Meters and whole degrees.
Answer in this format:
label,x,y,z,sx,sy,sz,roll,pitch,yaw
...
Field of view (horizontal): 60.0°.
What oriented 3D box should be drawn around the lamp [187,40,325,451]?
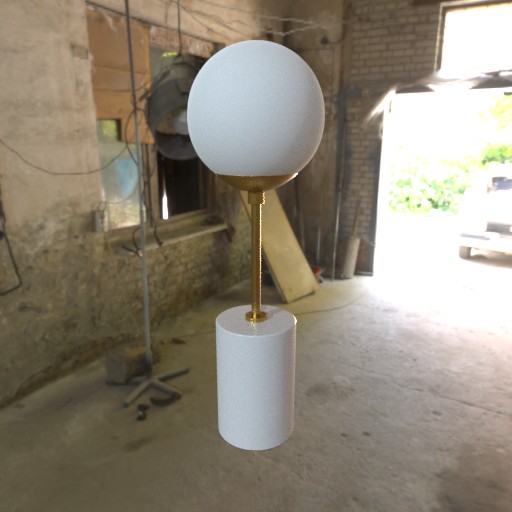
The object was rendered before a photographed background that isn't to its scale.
label,x,y,z,sx,sy,sz,roll,pitch,yaw
lamp,0.000,0.000,0.542,0.153,0.480,0.153,0,15,0
